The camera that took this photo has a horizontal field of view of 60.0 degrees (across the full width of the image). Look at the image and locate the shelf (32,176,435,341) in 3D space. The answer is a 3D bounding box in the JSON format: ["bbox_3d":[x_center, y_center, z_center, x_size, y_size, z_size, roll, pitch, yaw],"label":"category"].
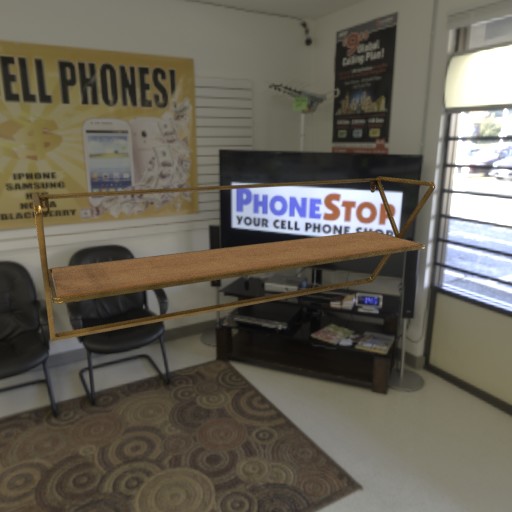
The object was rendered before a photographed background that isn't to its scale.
[{"bbox_3d":[0.000,0.000,0.742,0.645,0.229,0.150,-7,16,-26],"label":"shelf"}]
